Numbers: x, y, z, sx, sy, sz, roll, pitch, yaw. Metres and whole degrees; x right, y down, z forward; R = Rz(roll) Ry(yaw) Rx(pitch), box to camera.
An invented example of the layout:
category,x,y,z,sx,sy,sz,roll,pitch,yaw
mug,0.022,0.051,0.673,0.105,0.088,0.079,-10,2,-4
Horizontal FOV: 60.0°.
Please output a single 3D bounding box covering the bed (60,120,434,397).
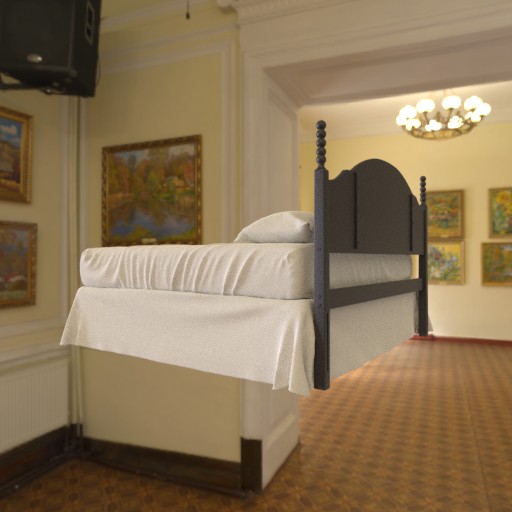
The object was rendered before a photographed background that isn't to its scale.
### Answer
category,x,y,z,sx,sy,sz,roll,pitch,yaw
bed,0.000,0.000,3.610,2.219,1.355,2.322,0,0,36
